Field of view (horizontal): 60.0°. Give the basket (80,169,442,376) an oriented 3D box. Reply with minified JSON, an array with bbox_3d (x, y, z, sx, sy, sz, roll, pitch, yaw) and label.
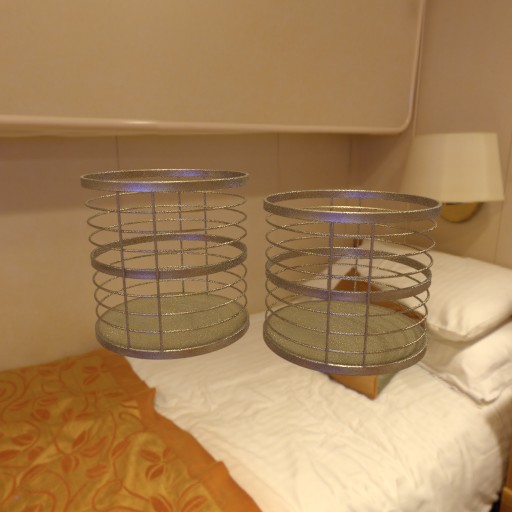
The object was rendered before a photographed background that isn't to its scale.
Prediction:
[{"bbox_3d":[0.000,0.000,0.978,0.746,0.351,0.356,2,15,9],"label":"basket"}]
